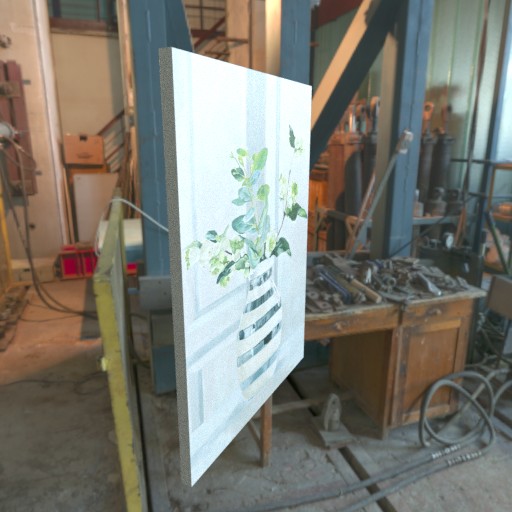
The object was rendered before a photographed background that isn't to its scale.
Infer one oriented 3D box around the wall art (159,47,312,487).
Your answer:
[{"bbox_3d":[0.000,0.000,1.569,0.038,1.212,0.914,8,17,26],"label":"wall art"}]
